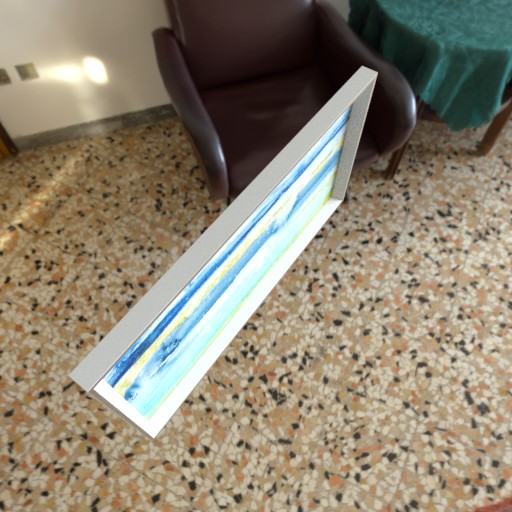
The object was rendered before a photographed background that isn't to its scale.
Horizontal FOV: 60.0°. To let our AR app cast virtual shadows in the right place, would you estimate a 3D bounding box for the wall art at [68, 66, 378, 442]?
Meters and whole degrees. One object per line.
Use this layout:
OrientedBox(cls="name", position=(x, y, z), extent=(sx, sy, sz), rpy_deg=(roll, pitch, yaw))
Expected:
OrientedBox(cls="wall art", position=(0.000, 0.000, 0.946), extent=(0.038, 0.431, 0.812), rpy_deg=(32, 64, 18))
